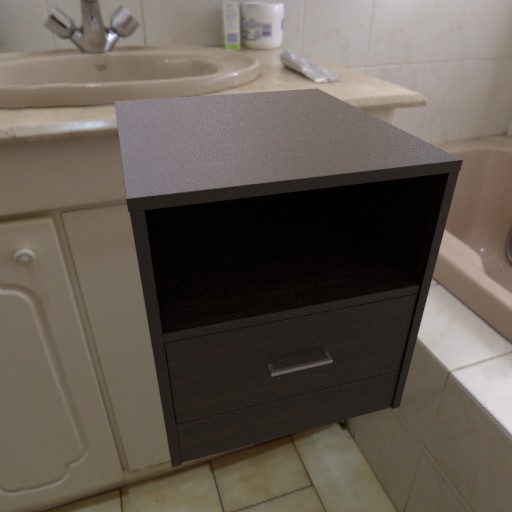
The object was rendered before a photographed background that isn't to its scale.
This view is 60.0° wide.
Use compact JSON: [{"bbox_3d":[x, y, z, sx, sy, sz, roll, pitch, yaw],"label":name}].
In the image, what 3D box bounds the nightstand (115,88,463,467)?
[{"bbox_3d":[0.000,0.000,0.789,0.400,0.460,0.461,-9,33,-14],"label":"nightstand"}]
